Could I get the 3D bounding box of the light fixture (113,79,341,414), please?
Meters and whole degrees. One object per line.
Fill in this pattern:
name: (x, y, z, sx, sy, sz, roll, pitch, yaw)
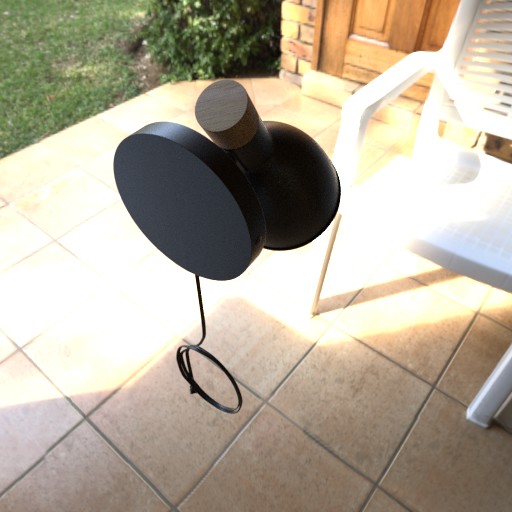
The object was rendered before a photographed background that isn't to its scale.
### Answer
light fixture: (0.000, 0.000, 0.472, 0.127, 0.401, 0.203, 25, 51, 23)
